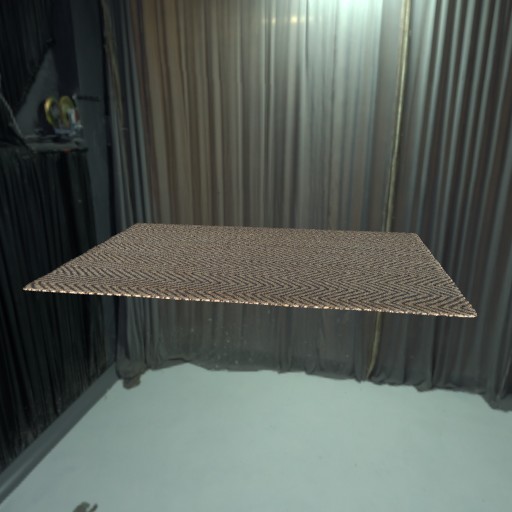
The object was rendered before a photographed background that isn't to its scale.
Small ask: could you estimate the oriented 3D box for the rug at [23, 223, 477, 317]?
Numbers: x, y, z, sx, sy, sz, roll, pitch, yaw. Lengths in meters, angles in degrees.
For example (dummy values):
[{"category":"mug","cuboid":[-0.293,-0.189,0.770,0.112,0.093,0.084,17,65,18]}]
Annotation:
[{"category":"rug","cuboid":[0.000,0.000,2.314,1.828,0.008,1.219,3,18,8]}]
